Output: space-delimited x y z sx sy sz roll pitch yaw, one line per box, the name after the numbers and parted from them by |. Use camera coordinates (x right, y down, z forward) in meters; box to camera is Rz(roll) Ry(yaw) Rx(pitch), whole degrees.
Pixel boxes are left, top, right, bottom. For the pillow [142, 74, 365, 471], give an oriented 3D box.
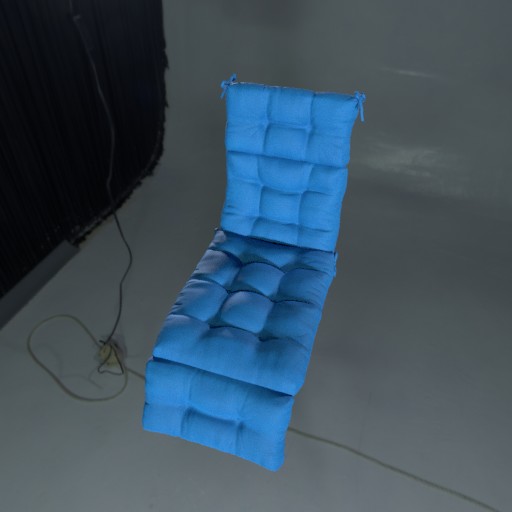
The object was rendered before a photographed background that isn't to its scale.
0.000 0.000 1.508 0.526 0.863 1.016 12 43 13 | pillow
